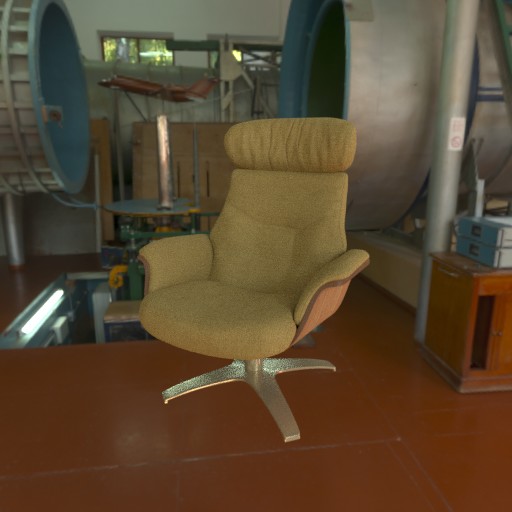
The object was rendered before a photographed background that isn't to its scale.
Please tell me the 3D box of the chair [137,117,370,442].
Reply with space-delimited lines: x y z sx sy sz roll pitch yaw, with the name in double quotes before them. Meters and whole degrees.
"chair" 0.000 0.000 1.617 0.785 0.995 0.837 7 16 25
